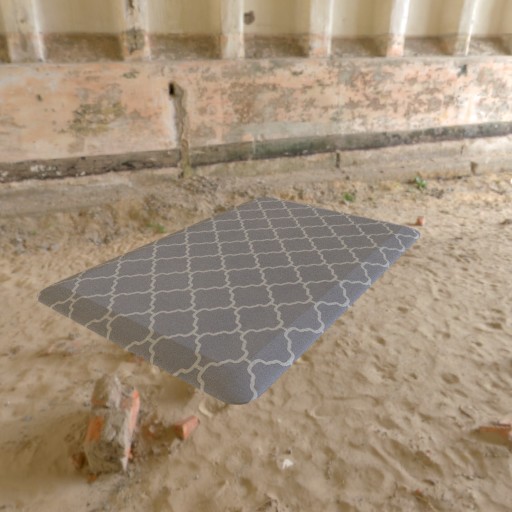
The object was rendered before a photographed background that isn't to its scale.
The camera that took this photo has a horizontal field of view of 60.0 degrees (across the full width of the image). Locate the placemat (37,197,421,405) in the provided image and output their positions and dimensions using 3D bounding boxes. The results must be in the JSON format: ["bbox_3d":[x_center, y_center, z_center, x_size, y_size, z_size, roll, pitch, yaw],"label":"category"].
[{"bbox_3d":[0.000,0.000,0.977,0.508,0.021,0.762,17,30,32],"label":"placemat"}]
